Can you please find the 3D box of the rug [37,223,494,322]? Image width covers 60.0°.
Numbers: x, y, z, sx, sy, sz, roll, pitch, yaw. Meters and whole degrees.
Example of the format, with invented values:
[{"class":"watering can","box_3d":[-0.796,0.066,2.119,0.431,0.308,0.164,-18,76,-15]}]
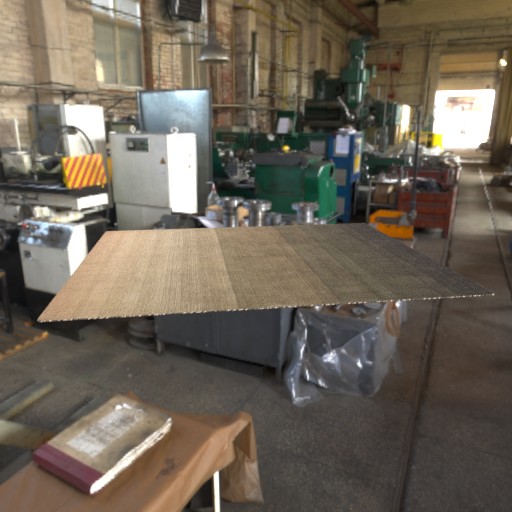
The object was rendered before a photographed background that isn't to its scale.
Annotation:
[{"class":"rug","box_3d":[0.000,0.000,3.841,2.902,0.017,2.306,-2,16,-8]}]
